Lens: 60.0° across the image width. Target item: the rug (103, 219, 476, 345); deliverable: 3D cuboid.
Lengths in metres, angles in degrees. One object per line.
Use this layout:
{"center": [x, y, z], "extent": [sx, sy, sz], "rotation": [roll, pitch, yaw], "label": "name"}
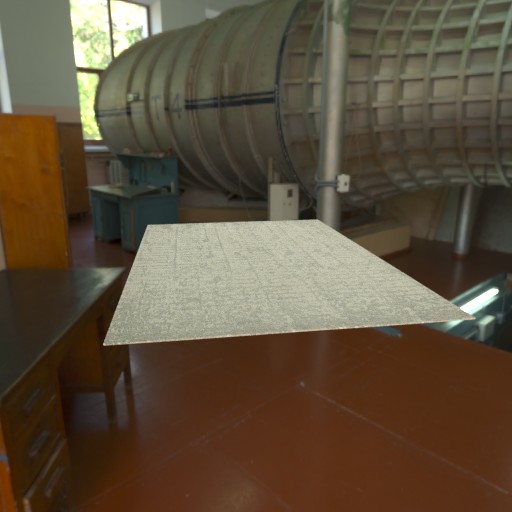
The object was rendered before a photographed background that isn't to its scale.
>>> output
{"center": [0.000, 0.000, 2.272], "extent": [1.211, 0.007, 1.827], "rotation": [-2, 15, -9], "label": "rug"}
